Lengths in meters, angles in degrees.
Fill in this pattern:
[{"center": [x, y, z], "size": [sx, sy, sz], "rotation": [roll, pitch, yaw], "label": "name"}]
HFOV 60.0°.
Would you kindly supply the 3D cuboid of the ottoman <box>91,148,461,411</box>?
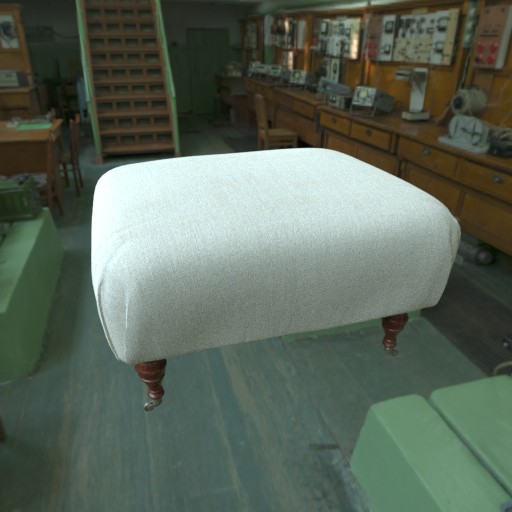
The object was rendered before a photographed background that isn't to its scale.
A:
[{"center": [0.000, 0.000, 1.111], "size": [0.747, 0.450, 0.622], "rotation": [-8, 27, -16], "label": "ottoman"}]
